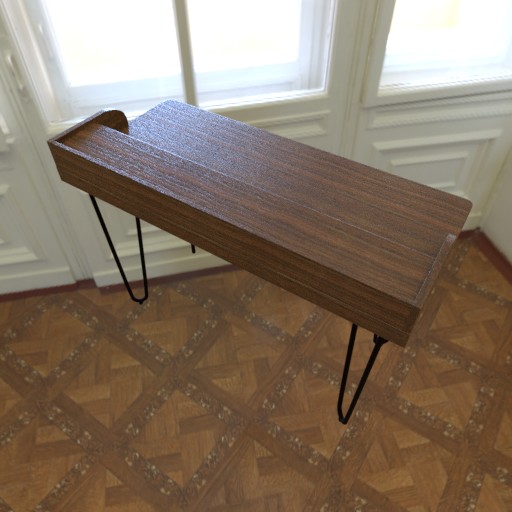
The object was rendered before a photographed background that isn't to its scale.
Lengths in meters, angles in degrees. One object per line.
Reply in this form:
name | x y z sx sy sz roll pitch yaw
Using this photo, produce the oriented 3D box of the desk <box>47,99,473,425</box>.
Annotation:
desk | 0.000 0.000 1.632 1.200 0.854 0.565 25 51 22
